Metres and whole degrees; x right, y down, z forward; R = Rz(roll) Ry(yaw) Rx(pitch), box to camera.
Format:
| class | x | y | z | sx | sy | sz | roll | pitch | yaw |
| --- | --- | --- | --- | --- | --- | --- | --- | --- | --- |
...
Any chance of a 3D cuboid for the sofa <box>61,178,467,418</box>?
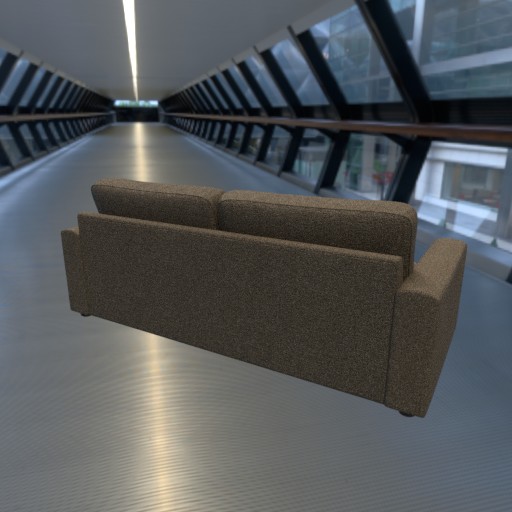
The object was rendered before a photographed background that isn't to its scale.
| class | x | y | z | sx | sy | sz | roll | pitch | yaw |
| --- | --- | --- | --- | --- | --- | --- | --- | --- | --- |
| sofa | 0.000 | 0.000 | 2.624 | 2.179 | 0.873 | 1.016 | 10 | 19 | 29 |
